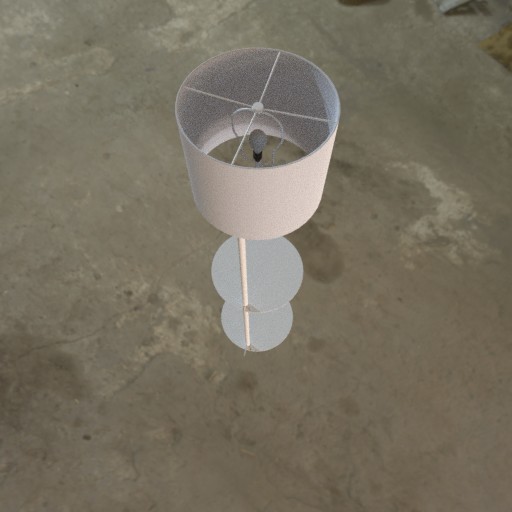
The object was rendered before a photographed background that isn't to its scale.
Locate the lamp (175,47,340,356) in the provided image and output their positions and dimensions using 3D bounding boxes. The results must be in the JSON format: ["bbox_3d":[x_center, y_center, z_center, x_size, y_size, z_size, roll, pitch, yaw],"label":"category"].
[{"bbox_3d":[0.000,0.000,1.646,0.372,1.465,0.405,16,64,8],"label":"lamp"}]
